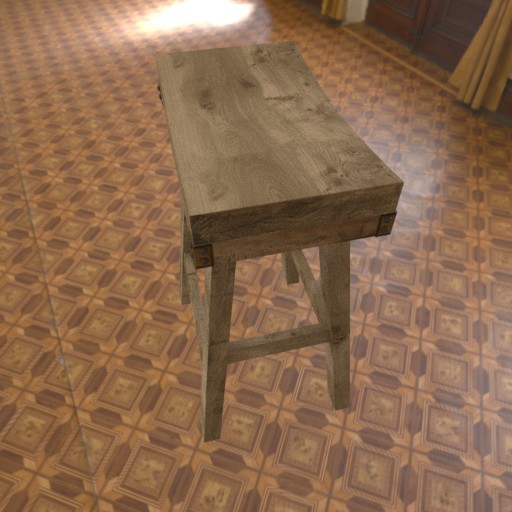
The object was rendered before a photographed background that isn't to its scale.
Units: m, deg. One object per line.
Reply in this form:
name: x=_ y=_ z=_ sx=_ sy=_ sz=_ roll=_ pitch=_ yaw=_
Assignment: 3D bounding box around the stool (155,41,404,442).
stool: x=0.000 y=0.000 z=0.876 sx=0.330 sy=0.635 sz=0.450 roll=-10 pitch=47 yaw=-9
